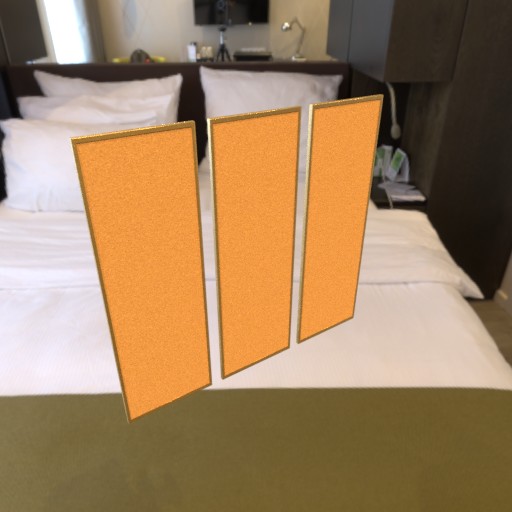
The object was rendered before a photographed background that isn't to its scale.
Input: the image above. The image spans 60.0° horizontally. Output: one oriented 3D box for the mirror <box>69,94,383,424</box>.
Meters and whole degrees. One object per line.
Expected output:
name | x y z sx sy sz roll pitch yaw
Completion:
mirror | 0.000 0.000 1.468 1.011 0.926 0.023 -18 34 -29
